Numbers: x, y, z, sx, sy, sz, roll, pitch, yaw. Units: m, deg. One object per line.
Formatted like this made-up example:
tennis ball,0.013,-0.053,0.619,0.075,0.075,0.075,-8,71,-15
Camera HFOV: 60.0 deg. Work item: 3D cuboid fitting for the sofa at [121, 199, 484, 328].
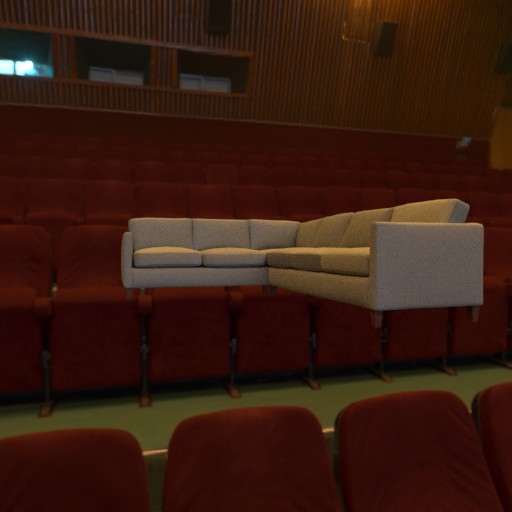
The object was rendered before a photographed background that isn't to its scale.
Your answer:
sofa,0.000,0.000,4.423,2.592,0.947,3.301,0,1,-16
